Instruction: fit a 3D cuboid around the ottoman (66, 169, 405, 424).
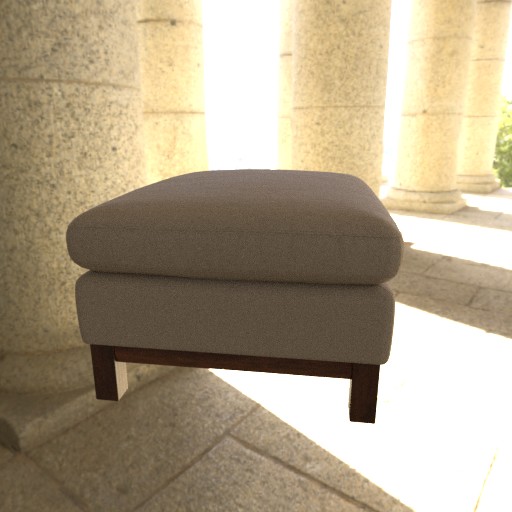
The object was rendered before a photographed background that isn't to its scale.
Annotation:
[{"bbox_3d":[0.000,0.000,1.133,0.606,0.420,0.771,2,16,8],"label":"ottoman"}]
